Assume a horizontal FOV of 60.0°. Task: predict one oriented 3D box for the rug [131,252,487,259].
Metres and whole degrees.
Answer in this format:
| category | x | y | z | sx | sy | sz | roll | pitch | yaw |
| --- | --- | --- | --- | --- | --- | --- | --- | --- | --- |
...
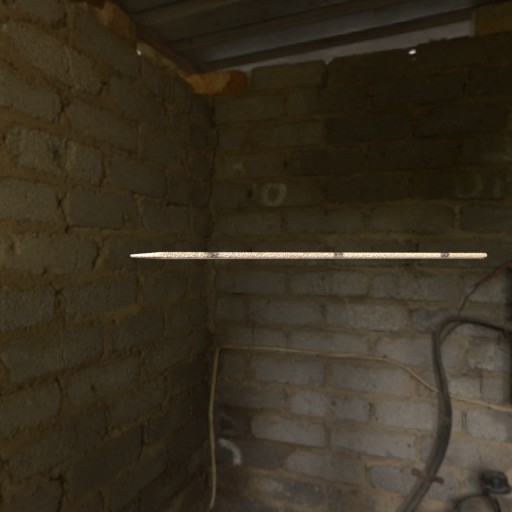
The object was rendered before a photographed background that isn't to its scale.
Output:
| category | x | y | z | sx | sy | sz | roll | pitch | yaw |
| --- | --- | --- | --- | --- | --- | --- | --- | --- | --- |
| rug | 0.000 | 0.000 | 2.927 | 1.501 | 0.024 | 2.348 | 0 | 0 | -18 |
